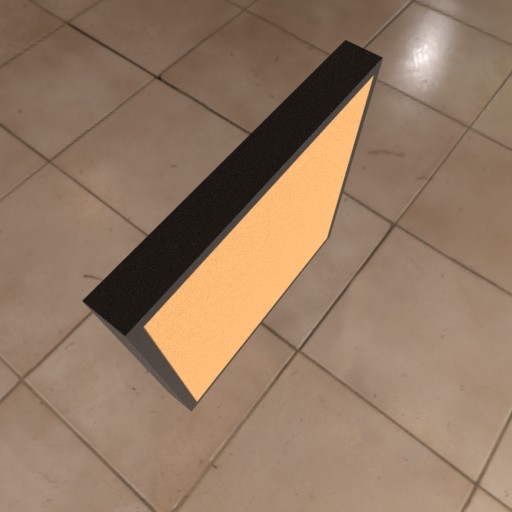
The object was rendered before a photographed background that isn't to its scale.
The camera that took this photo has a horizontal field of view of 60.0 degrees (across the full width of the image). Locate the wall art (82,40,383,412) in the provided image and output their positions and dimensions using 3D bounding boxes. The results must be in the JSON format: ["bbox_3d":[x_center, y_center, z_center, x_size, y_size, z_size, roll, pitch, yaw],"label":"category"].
[{"bbox_3d":[0.000,0.000,0.457,0.038,0.304,0.304,34,68,16],"label":"wall art"}]
